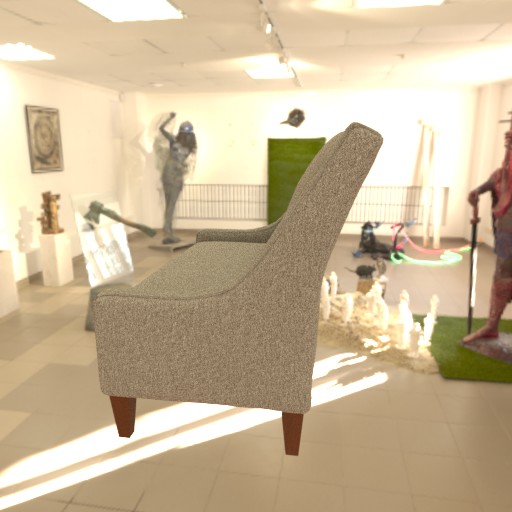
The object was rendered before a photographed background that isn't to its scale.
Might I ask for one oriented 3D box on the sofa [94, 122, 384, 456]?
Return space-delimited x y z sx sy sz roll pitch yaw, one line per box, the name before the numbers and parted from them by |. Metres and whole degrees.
sofa | 0.000 0.000 1.895 0.862 1.026 1.242 2 14 9
